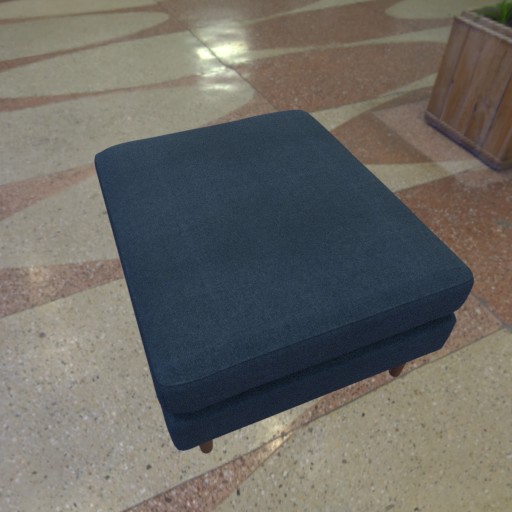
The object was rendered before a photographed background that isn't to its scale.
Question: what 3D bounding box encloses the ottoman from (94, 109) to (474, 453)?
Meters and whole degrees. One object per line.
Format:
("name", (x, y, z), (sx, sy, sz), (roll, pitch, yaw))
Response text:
("ottoman", (0.000, 0.000, 1.220), (0.693, 0.474, 0.821), (-16, 47, -16))
